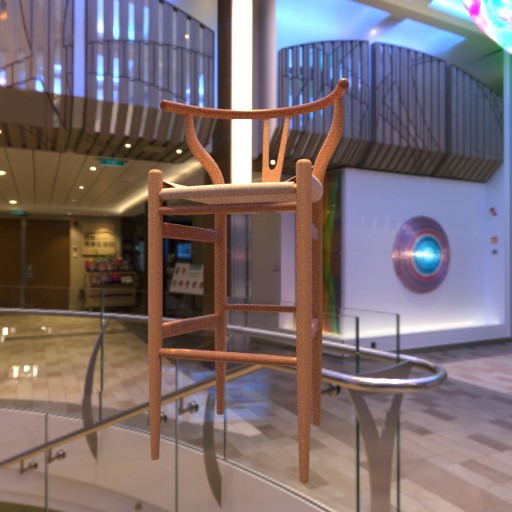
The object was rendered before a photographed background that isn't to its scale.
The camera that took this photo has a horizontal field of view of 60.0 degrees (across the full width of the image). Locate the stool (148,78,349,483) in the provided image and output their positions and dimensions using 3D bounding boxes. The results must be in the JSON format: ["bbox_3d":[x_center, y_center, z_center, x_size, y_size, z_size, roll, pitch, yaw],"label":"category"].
[{"bbox_3d":[0.000,0.000,1.346,0.574,1.068,0.561,0,0,18],"label":"stool"}]
